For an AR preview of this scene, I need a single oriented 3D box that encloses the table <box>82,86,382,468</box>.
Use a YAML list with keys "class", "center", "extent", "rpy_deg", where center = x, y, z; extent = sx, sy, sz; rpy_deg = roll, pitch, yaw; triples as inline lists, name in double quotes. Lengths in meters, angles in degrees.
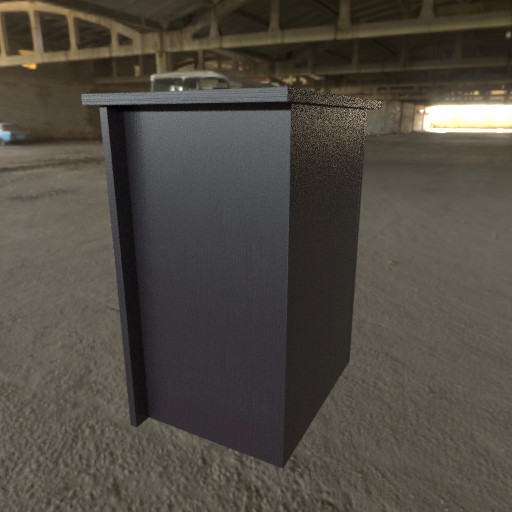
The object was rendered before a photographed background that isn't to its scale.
- class: "table"
  center: [0.000, 0.000, 1.060]
  extent: [0.408, 0.711, 0.589]
  rpy_deg: [9, 19, 26]
